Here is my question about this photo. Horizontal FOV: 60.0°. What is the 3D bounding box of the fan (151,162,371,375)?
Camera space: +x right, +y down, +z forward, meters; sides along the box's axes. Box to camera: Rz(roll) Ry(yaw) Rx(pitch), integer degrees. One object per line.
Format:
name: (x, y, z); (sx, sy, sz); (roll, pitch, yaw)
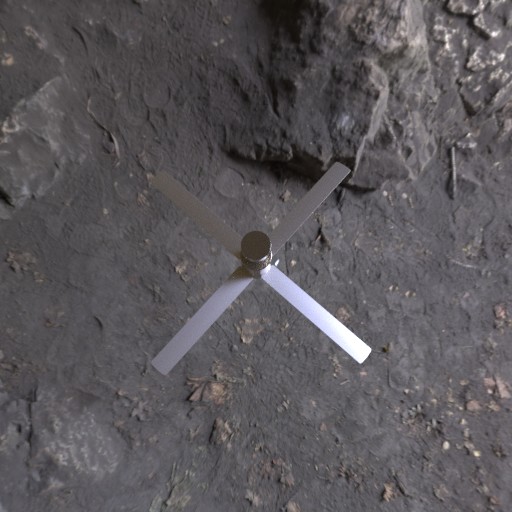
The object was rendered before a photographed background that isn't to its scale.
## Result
fan: (0.000, 0.000, 1.981); (1.322, 0.355, 1.322); (41, 79, 10)
